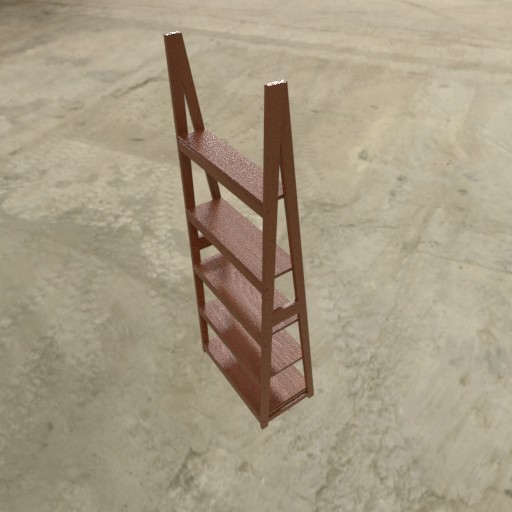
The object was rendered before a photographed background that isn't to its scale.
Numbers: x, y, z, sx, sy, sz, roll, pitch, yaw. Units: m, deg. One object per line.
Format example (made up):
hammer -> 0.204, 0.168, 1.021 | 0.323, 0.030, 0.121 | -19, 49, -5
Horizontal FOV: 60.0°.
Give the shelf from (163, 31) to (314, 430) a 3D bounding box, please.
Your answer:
shelf -> 0.000, 0.000, 2.011 | 0.356, 1.780, 0.630 | -24, 46, -26
